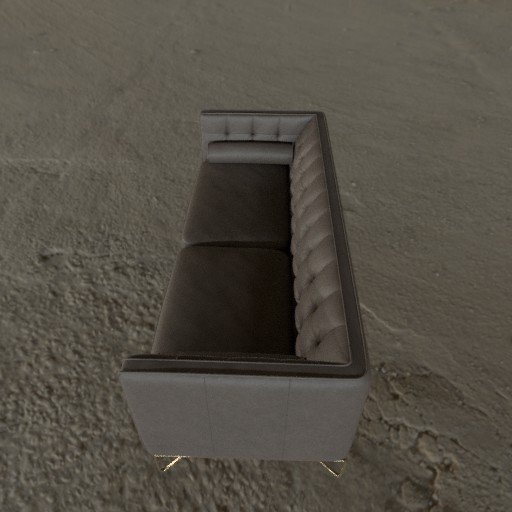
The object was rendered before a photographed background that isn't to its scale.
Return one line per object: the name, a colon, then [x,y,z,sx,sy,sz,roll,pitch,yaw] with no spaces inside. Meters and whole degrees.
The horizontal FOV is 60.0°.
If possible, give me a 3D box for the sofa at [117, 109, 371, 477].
sofa: [0.000,0.000,2.453,0.867,0.789,2.087,2,42,2]
